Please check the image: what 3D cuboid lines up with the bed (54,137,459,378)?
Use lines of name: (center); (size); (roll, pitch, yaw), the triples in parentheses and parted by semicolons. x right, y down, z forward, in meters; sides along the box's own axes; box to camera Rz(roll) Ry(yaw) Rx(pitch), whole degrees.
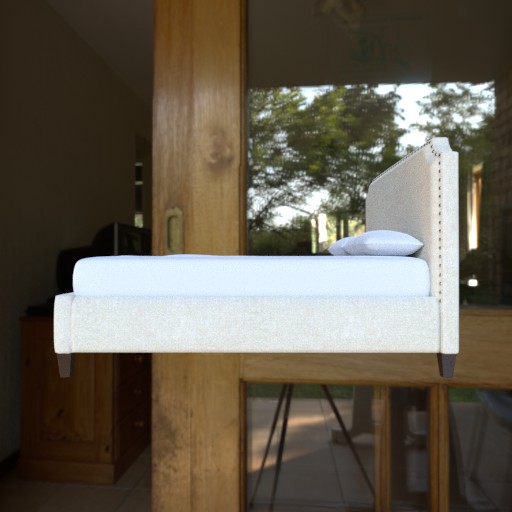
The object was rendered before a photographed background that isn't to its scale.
bed: (0.000, 0.000, 3.441); (2.381, 1.457, 1.713); (0, -1, 0)
